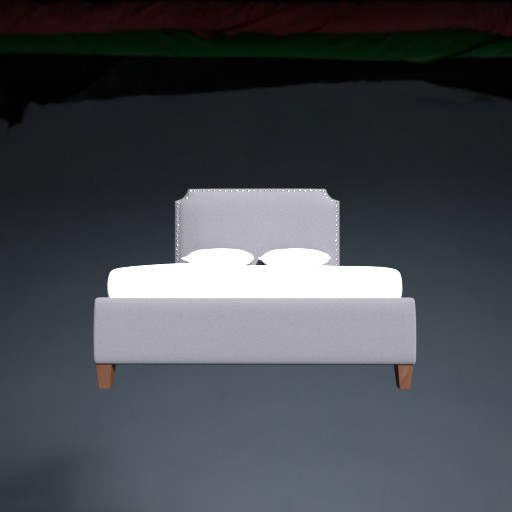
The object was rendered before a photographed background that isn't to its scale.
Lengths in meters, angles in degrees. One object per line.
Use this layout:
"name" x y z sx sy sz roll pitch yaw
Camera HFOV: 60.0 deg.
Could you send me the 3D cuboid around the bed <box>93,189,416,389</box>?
"bed" 0.000 0.000 3.481 1.713 1.443 2.372 0 -1 0
